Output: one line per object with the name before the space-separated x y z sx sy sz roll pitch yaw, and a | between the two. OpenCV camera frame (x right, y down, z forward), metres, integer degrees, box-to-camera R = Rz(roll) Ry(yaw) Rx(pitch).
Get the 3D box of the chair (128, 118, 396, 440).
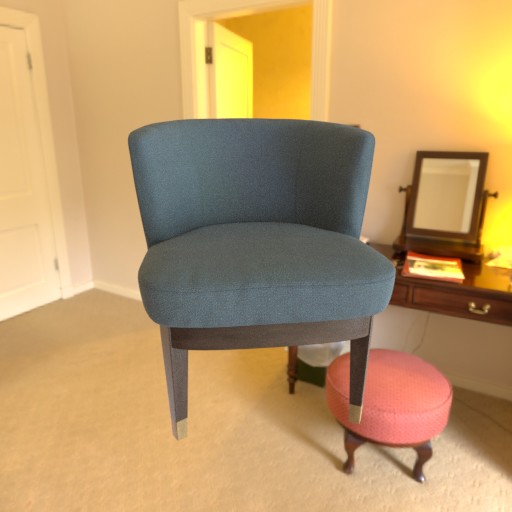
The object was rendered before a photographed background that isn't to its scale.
chair | 0.000 0.000 1.265 0.661 0.760 0.702 -2 17 -7
